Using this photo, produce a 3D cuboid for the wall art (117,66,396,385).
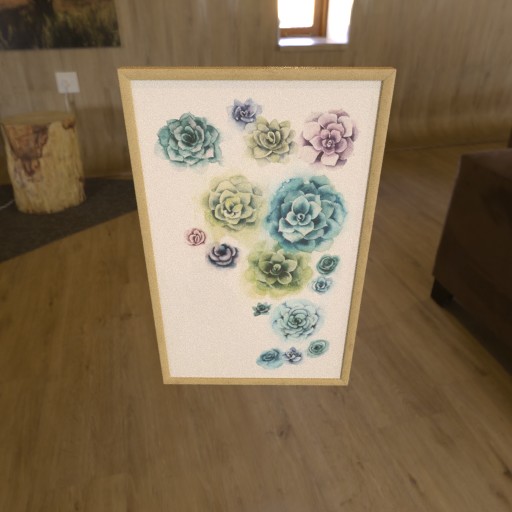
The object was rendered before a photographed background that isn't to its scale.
[{"bbox_3d":[0.000,0.000,1.027,0.510,0.810,0.039,0,30,0],"label":"wall art"}]
